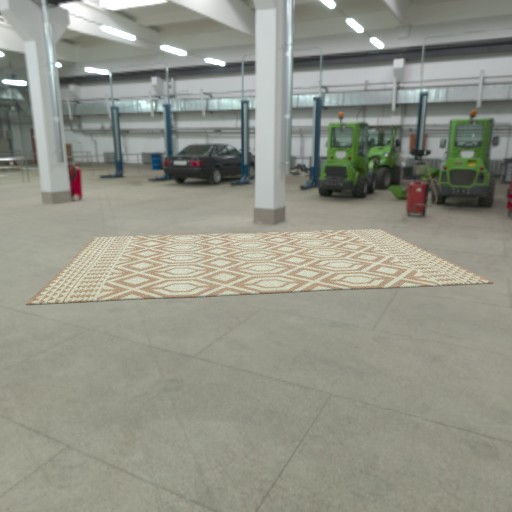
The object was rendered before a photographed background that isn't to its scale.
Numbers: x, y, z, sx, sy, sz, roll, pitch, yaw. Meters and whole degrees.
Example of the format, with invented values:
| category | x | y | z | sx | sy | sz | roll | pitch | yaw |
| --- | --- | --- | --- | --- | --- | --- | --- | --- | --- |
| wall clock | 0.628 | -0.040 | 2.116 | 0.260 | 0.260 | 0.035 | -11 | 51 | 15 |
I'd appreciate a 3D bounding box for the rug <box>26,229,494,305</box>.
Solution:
| category | x | y | z | sx | sy | sz | roll | pitch | yaw |
| --- | --- | --- | --- | --- | --- | --- | --- | --- | --- |
| rug | 0.000 | 0.000 | 3.006 | 2.435 | 0.011 | 1.526 | -2 | 15 | -8 |
